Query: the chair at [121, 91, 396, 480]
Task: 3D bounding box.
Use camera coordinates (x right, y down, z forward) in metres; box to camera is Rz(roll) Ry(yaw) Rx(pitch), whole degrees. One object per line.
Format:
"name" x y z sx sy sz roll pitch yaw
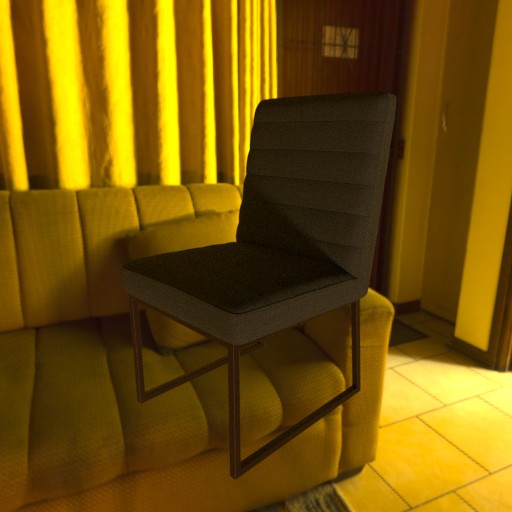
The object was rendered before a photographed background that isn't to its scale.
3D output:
"chair" 0.000 0.000 1.319 0.634 0.930 0.520 -15 21 -43
